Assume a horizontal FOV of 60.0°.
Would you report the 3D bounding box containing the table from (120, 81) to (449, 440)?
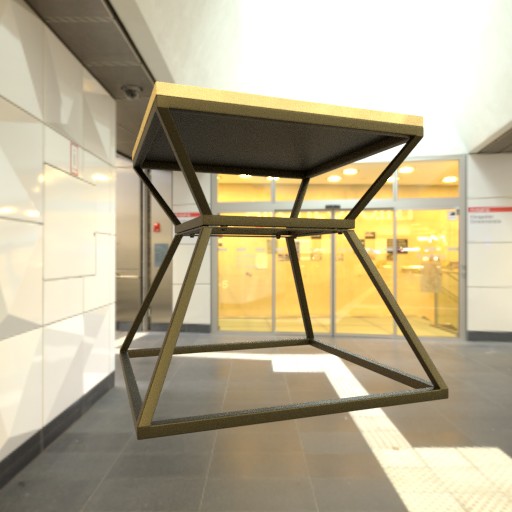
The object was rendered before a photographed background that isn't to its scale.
[{"bbox_3d":[0.000,0.000,0.805,0.455,0.431,0.455,0,0,-20],"label":"table"}]
